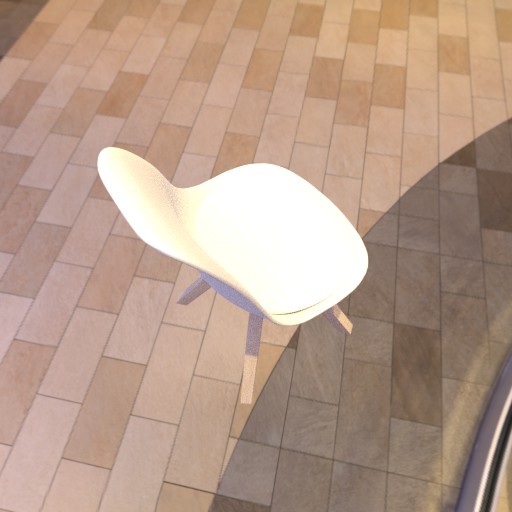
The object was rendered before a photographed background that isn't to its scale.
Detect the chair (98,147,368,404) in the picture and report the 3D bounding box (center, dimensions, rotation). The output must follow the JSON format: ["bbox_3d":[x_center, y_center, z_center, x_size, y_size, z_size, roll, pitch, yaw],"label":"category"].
[{"bbox_3d":[0.000,0.000,1.168,0.550,0.850,0.485,-31,64,-17],"label":"chair"}]
